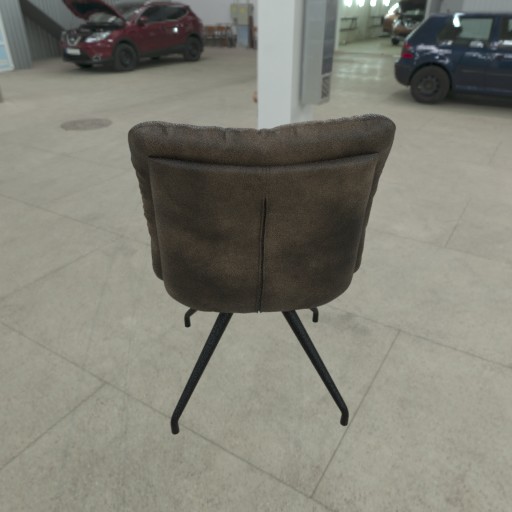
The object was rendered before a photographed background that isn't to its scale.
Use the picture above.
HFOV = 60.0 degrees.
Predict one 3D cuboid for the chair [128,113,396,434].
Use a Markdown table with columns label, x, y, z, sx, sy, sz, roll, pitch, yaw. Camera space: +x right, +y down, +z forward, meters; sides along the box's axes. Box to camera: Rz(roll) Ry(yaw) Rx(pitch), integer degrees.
| label | x | y | z | sx | sy | sz | roll | pitch | yaw |
| --- | --- | --- | --- | --- | --- | --- | --- | --- | --- |
| chair | 0.000 | 0.000 | 1.224 | 0.549 | 0.870 | 0.622 | -2 | 30 | -3 |
